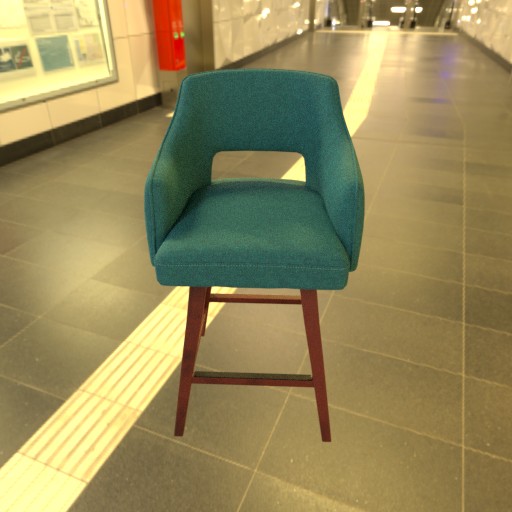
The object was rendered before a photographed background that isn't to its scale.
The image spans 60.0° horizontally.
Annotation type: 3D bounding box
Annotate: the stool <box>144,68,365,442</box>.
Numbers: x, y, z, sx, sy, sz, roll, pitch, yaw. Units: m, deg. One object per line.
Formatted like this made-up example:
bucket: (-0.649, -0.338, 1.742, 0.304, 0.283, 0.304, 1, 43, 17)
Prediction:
stool: (0.000, 0.000, 1.315, 0.548, 0.961, 0.556, 1, 31, 2)
